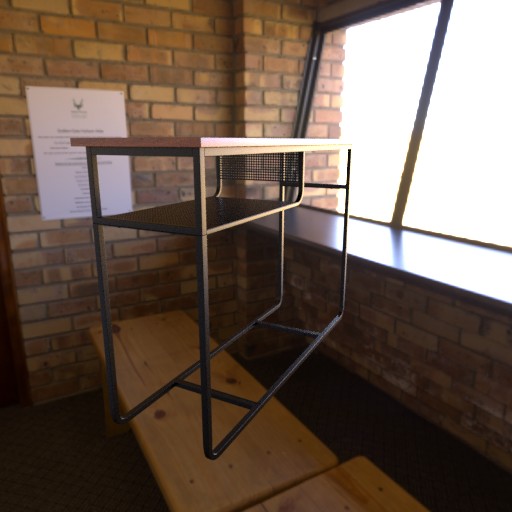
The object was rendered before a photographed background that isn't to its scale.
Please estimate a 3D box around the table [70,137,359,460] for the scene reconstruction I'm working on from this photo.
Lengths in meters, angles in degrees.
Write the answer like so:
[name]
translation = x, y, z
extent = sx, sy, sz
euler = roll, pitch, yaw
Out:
[table]
translation = 0.000, 0.000, 1.467
extent = 0.350, 0.750, 1.100
euler = 8, 16, 27
